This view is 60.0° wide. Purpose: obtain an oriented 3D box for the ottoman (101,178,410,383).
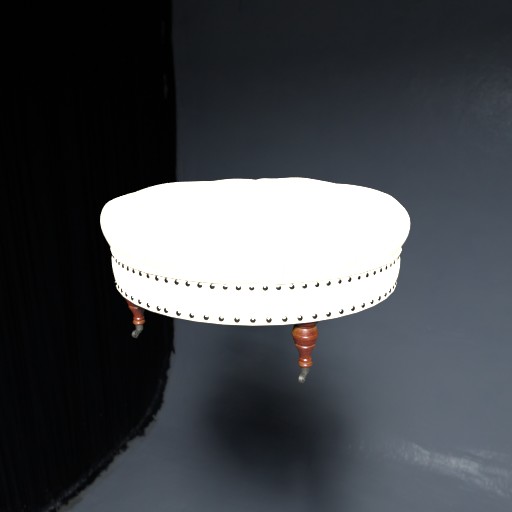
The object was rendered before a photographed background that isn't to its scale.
[{"bbox_3d":[0.000,0.000,1.381,0.901,0.439,0.901,0,15,0],"label":"ottoman"}]
